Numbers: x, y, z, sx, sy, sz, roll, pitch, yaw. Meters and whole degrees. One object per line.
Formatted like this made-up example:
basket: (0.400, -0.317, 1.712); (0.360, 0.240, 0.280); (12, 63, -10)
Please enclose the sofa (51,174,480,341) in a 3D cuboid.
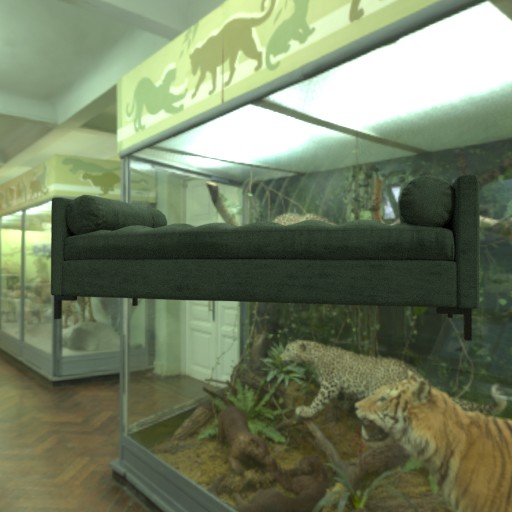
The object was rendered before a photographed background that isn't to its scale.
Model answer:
sofa: (0.000, 0.000, 2.427); (2.130, 0.681, 0.817); (0, -1, 18)
